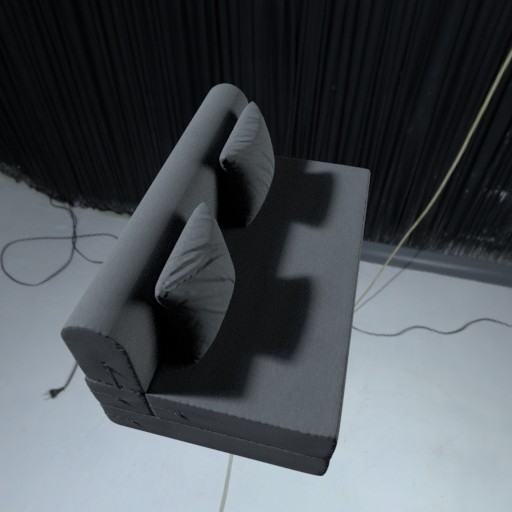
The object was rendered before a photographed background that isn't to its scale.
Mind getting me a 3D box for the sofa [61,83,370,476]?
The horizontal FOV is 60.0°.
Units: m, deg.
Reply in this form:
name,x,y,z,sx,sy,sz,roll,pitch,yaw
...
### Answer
name,x,y,z,sx,sy,sz,roll,pitch,yaw
sofa,0.000,0.000,1.649,0.762,0.670,1.225,10,49,9
